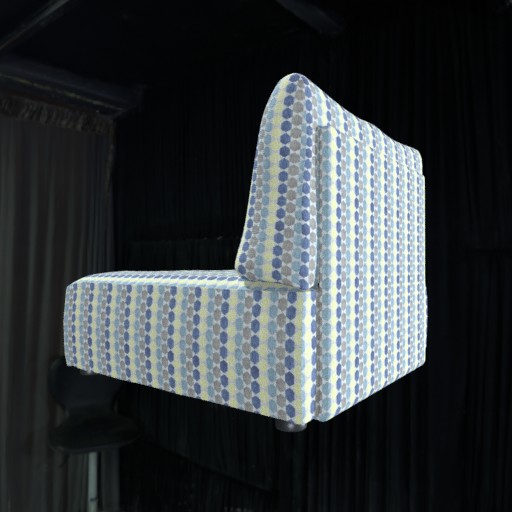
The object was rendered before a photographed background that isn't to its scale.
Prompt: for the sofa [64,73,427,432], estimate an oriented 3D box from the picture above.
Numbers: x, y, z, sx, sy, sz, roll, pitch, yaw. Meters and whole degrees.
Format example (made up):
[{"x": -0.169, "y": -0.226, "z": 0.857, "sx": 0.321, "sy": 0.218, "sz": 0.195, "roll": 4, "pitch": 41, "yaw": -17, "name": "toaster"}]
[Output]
[{"x": 0.000, "y": 0.000, "z": 1.632, "sx": 1.000, "sy": 0.830, "sz": 0.930, "roll": -1, "pitch": -1, "yaw": 37, "name": "sofa"}]
